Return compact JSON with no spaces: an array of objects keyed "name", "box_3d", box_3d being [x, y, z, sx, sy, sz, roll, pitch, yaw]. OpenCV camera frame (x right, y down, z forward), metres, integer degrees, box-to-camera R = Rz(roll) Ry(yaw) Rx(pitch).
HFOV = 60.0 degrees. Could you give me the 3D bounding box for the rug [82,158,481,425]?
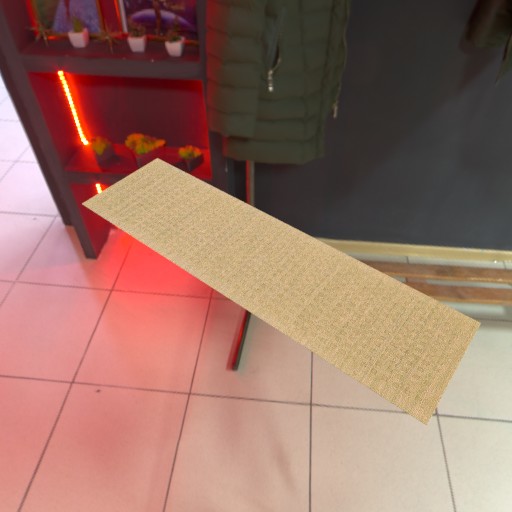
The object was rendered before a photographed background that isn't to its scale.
[{"name":"rug","box_3d":[0.000,0.000,2.643,2.437,0.006,0.686,30,53,25]}]
